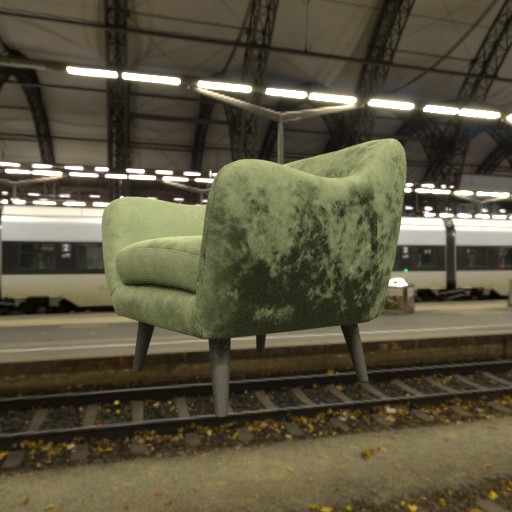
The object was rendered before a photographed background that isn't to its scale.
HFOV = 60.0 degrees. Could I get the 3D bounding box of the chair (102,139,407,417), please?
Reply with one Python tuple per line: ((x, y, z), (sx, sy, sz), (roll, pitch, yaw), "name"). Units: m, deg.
((0.000, 0.000, 1.515), (0.819, 0.804, 0.840), (0, -1, -37), "chair")
